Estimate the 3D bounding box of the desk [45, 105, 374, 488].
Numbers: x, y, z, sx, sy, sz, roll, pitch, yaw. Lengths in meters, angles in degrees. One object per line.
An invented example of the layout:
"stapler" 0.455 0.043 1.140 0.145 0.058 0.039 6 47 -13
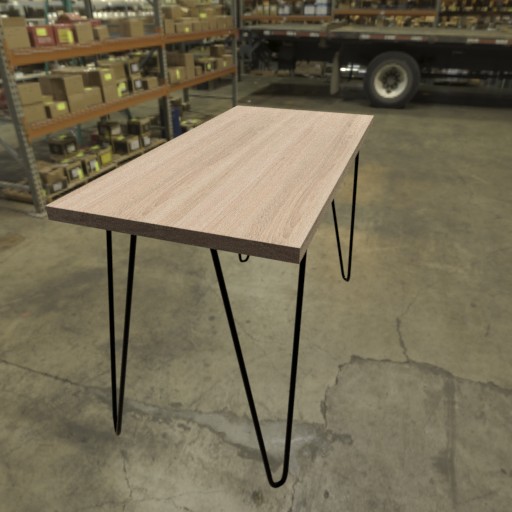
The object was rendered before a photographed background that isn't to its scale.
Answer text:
"desk" 0.000 0.000 1.339 0.499 0.660 0.991 10 31 17
